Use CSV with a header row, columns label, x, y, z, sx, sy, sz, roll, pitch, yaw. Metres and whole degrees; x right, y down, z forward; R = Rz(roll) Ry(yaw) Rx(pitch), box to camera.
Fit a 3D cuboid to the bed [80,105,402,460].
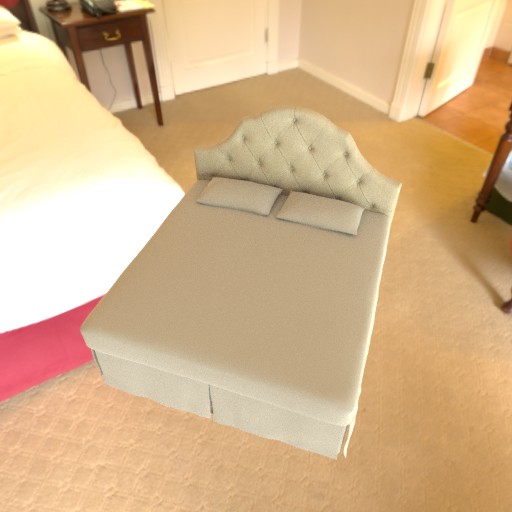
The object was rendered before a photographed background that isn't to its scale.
label,x,y,z,sx,sy,sz,roll,pitch,yaw
bed,0.000,0.000,3.456,2.012,1.555,2.086,13,44,14
